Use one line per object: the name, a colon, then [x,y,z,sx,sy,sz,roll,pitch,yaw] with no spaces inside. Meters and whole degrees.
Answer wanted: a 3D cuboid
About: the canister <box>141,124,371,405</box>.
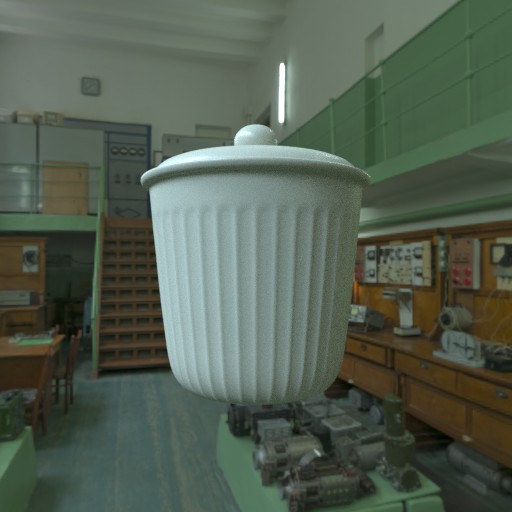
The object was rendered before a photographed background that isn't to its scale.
canister: [0.000,0.000,0.358,0.181,0.211,0.181,0,-1,0]
